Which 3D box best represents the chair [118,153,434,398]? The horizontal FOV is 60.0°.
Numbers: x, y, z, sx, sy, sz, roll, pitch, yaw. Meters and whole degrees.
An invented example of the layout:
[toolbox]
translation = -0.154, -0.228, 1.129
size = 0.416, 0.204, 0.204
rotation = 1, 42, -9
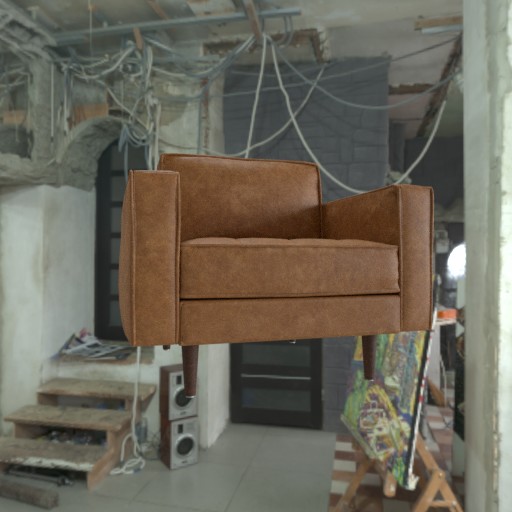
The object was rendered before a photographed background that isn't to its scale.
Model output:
[chair]
translation = 0.000, 0.000, 1.566
size = 0.928, 0.767, 0.798
rotation = 0, 0, -17
